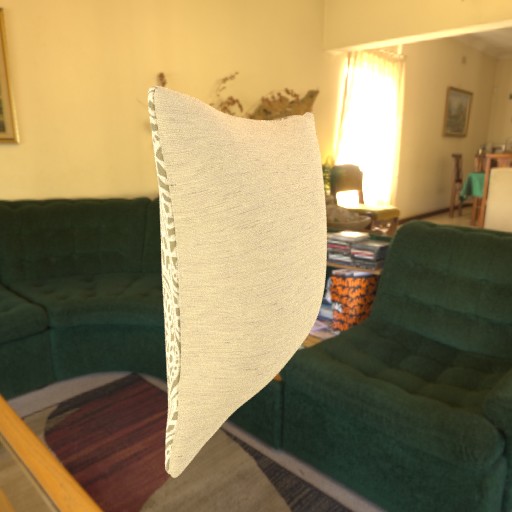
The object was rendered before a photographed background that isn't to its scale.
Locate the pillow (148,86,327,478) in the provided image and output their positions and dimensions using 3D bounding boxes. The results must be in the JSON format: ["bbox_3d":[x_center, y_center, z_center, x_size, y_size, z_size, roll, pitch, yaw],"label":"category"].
[{"bbox_3d":[0.000,0.000,0.637,0.167,0.421,0.438,7,15,26],"label":"pillow"}]
